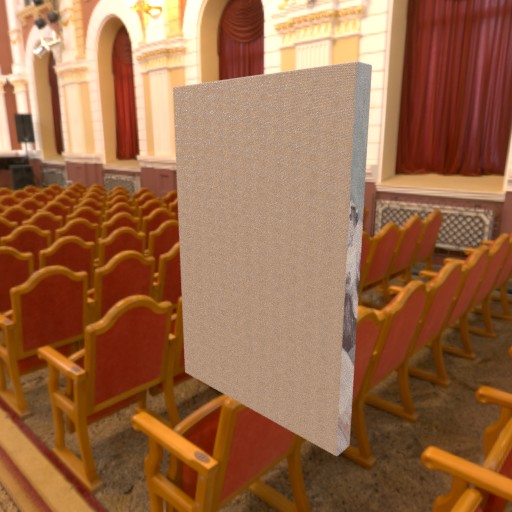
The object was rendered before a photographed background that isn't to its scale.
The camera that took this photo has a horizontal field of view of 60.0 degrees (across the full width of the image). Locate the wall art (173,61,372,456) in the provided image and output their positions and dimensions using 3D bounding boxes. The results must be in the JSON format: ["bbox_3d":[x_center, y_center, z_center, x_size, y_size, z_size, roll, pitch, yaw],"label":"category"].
[{"bbox_3d":[0.000,0.000,1.209,0.609,0.911,0.061,13,19,42],"label":"wall art"}]
